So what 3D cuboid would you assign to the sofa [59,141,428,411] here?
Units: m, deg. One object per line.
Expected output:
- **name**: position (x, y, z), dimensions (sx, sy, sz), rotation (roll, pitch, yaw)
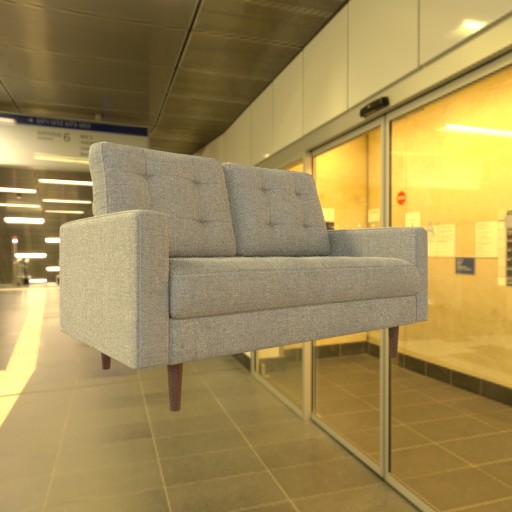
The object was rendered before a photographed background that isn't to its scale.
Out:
- **sofa**: position (0.000, 0.000, 1.898), dimensions (1.407, 0.907, 0.842), rotation (0, 1, -38)
